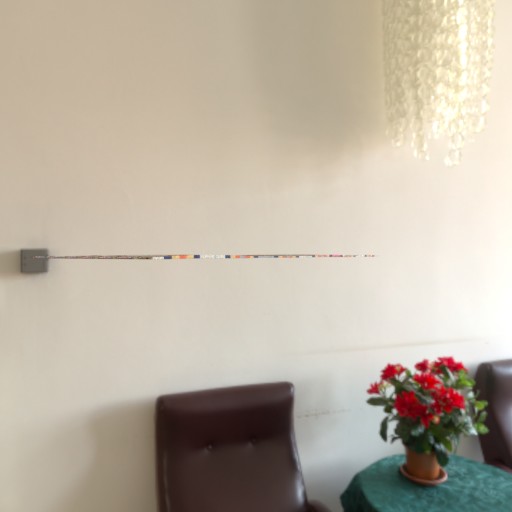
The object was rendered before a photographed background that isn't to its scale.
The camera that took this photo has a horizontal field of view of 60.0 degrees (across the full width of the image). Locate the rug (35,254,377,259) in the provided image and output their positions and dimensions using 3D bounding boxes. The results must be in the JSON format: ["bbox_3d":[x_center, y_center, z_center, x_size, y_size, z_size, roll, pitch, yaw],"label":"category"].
[{"bbox_3d":[0.000,0.000,2.732,0.695,0.017,2.455,0,0,35],"label":"rug"}]
